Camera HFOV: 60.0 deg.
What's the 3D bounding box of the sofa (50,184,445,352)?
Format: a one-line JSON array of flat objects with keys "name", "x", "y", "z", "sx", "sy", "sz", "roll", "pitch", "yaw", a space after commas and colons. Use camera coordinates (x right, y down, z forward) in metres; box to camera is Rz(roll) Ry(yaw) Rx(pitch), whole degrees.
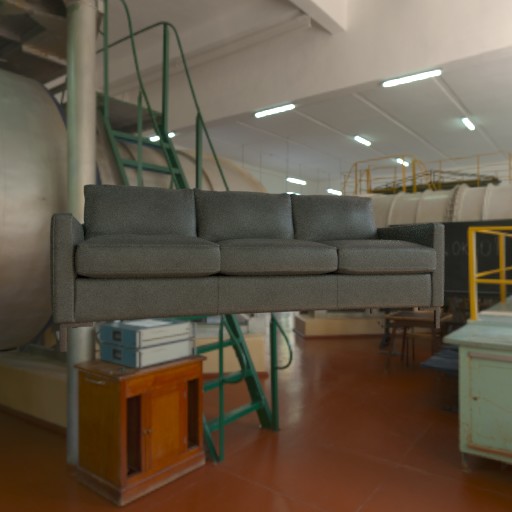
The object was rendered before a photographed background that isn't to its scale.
[{"name": "sofa", "x": 0.000, "y": 0.000, "z": 2.449, "sx": 2.029, "sy": 0.805, "sz": 0.748, "roll": 0, "pitch": 0, "yaw": -18}]
